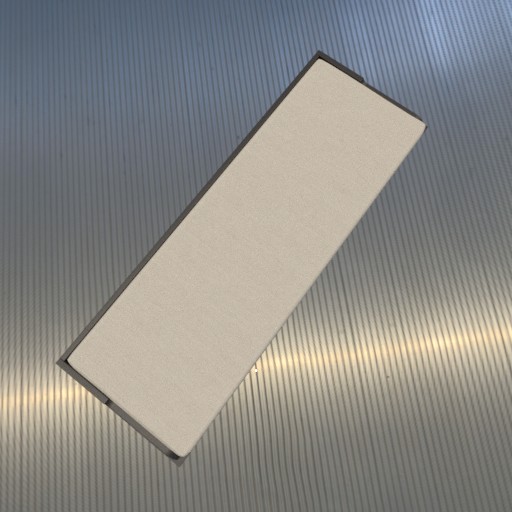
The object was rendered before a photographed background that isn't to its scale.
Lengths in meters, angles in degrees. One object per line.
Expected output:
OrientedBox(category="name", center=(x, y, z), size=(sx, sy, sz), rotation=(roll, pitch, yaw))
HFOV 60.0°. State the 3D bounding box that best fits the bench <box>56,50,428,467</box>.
OrientedBox(category="bench", center=(0.000, 0.000, 1.402), size=(0.398, 0.501, 1.140), rotation=(36, 78, 9))
